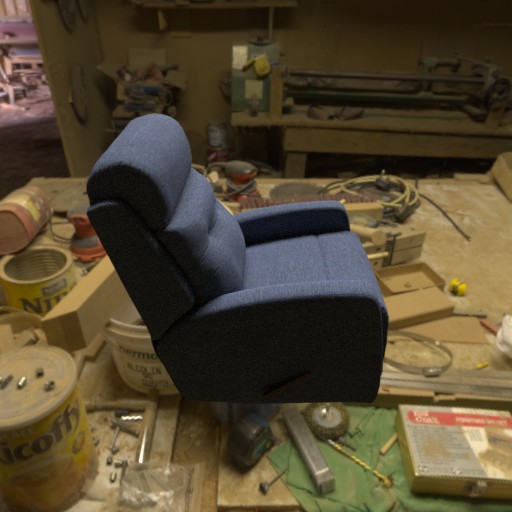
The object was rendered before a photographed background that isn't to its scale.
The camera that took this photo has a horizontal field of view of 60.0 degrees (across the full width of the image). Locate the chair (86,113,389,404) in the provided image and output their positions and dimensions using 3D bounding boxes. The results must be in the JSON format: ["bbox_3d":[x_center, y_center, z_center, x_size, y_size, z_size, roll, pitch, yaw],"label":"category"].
[{"bbox_3d":[0.000,0.000,1.774,1.043,1.013,0.798,0,32,0],"label":"chair"}]
